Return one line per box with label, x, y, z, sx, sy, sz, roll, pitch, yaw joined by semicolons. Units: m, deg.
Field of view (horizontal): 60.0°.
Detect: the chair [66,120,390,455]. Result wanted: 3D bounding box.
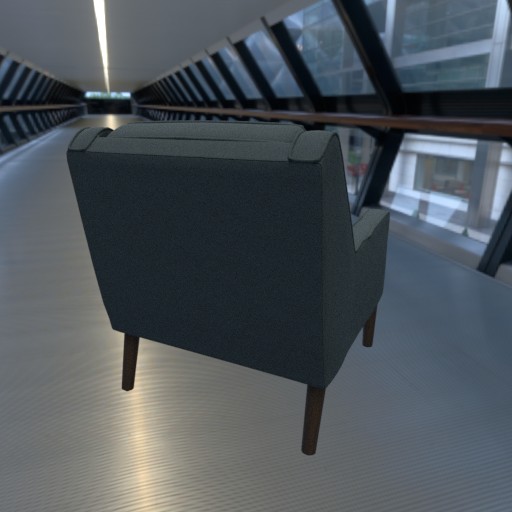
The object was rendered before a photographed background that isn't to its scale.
chair;0.000;0.000;1.325;0.663;0.780;0.733;9;20;26
